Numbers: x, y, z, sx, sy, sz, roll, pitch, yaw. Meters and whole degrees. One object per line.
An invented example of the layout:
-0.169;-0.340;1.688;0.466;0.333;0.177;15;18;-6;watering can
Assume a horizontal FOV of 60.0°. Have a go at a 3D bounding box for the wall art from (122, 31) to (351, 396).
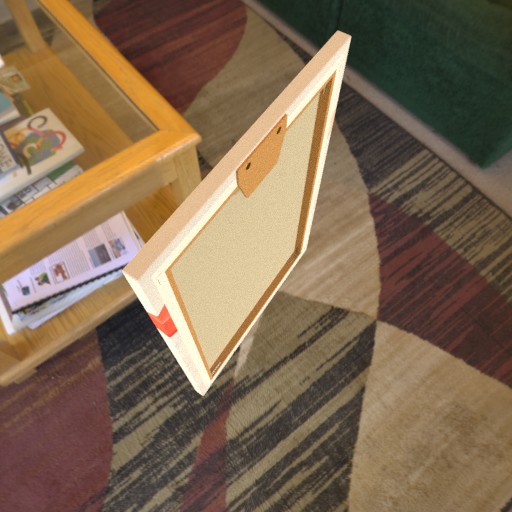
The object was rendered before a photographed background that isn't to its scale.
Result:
0.000;0.000;1.097;0.036;0.848;0.613;31;67;15;wall art
